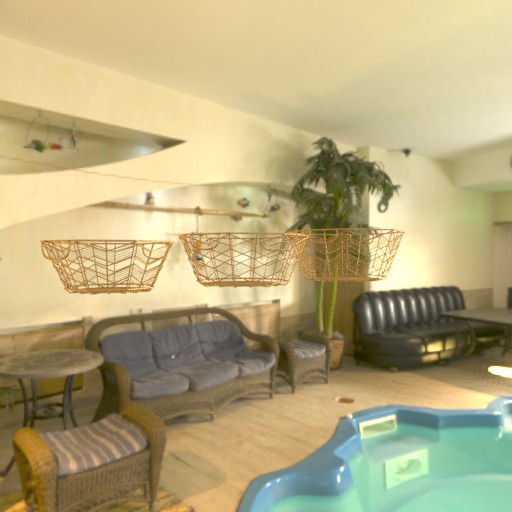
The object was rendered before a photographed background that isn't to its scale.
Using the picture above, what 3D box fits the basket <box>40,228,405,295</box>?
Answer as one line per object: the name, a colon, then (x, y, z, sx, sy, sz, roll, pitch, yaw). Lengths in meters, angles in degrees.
basket: (0.000, 0.000, 1.398, 1.245, 0.178, 0.432, 0, 0, -36)
